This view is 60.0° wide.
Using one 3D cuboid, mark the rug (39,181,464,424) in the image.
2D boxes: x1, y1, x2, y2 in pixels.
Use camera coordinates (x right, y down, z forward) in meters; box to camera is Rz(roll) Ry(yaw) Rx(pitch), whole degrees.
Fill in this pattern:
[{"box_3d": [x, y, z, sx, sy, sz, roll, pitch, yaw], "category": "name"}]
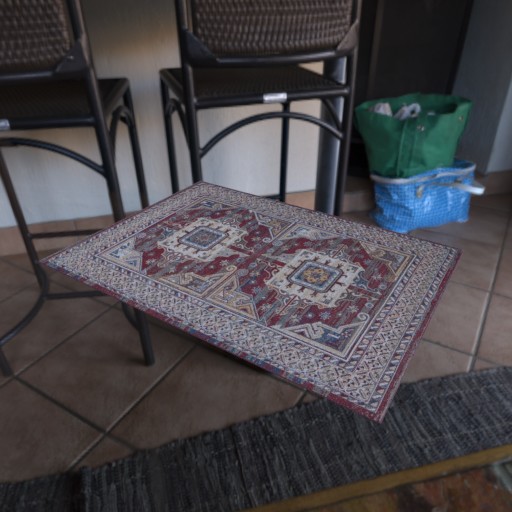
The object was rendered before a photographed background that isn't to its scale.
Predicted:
[{"box_3d": [0.000, 0.000, 2.837, 2.210, 0.011, 1.599, 19, 36, 28], "category": "rug"}]
